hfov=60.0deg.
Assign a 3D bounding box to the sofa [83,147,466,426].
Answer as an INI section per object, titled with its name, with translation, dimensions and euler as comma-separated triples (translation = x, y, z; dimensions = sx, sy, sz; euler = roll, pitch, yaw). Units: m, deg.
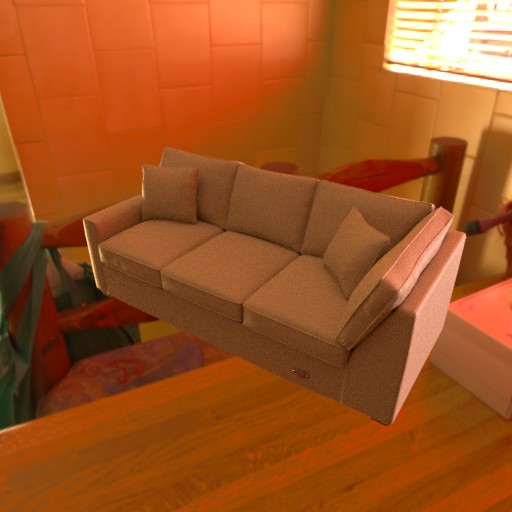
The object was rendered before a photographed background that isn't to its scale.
[sofa]
translation = 0.000, 0.000, 2.944
dimensions = 2.317, 0.962, 1.061
euler = 18, 34, 30
